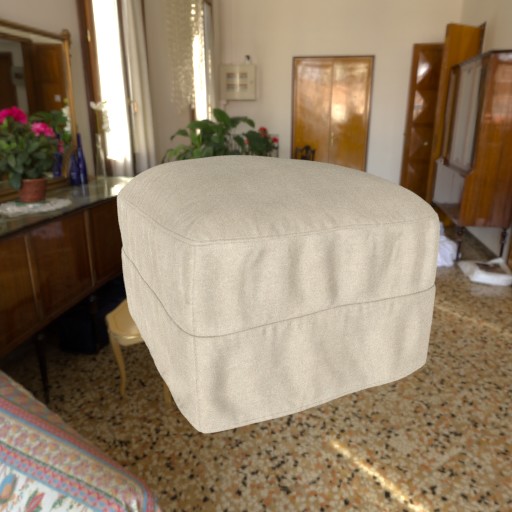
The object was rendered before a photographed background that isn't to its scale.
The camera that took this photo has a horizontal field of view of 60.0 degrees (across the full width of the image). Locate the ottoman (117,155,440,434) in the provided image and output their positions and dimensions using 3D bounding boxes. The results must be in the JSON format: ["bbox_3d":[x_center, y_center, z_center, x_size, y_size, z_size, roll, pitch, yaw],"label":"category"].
[{"bbox_3d":[0.000,0.000,1.109,0.584,0.480,0.712,-8,20,-24],"label":"ottoman"}]
